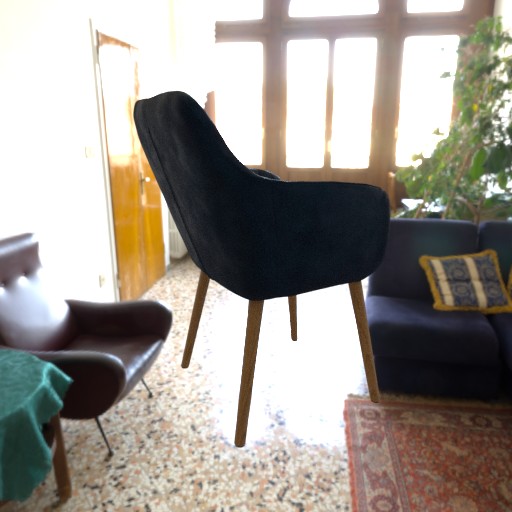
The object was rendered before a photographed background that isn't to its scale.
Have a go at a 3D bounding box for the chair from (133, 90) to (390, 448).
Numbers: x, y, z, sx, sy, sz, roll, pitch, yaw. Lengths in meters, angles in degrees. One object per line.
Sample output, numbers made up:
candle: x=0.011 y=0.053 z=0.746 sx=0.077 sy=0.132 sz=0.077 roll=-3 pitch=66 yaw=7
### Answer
chair: x=0.000 y=0.000 z=1.242 sx=0.573 sy=0.826 sz=0.578 roll=-8 pitch=17 yaw=-26
